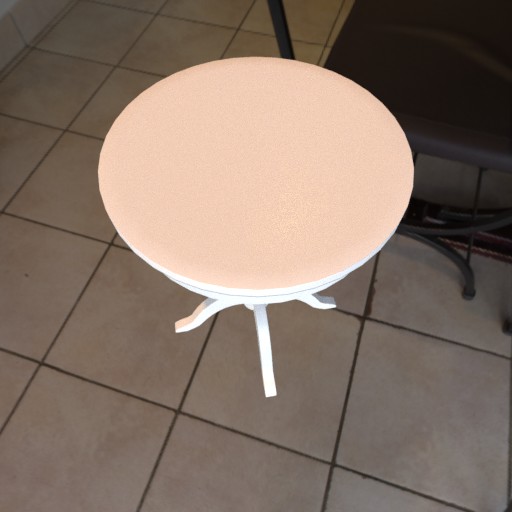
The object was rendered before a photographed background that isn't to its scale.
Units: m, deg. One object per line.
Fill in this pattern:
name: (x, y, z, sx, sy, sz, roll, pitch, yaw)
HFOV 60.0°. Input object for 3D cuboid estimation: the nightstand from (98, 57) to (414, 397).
nightstand: (0.000, 0.000, 1.008, 0.513, 0.653, 0.513, -1, 58, 0)
